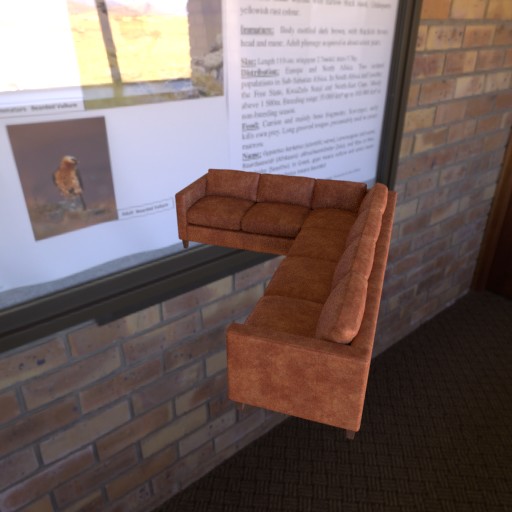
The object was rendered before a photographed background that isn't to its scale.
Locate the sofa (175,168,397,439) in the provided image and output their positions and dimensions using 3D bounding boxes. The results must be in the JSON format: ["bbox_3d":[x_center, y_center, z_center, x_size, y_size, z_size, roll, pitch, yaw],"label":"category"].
[{"bbox_3d":[0.000,0.000,4.340,2.438,0.838,3.150,9,28,16],"label":"sofa"}]
